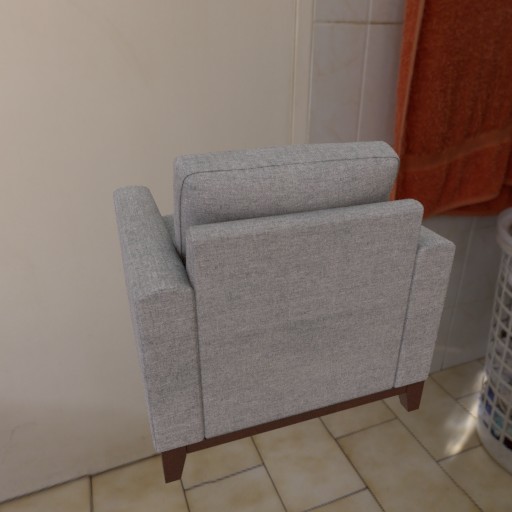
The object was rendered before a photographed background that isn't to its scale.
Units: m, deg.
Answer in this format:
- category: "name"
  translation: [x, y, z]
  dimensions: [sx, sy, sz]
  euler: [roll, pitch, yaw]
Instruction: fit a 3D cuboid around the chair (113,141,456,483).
- category: "chair"
  translation: [0.000, 0.000, 1.800]
  dimensions: [1.024, 1.010, 1.038]
  euler: [-9, 27, -17]
